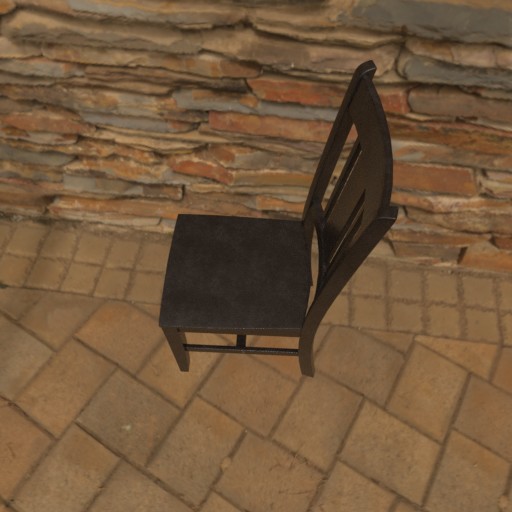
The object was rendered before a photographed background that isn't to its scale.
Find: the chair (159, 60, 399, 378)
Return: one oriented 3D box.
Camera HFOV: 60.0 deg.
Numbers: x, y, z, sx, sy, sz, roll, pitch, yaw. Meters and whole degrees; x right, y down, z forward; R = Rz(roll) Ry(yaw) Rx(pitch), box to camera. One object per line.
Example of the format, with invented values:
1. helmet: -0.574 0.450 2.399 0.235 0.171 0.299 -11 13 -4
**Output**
1. chair: 0.000 0.000 1.312 0.555 0.998 0.450 2 58 1
